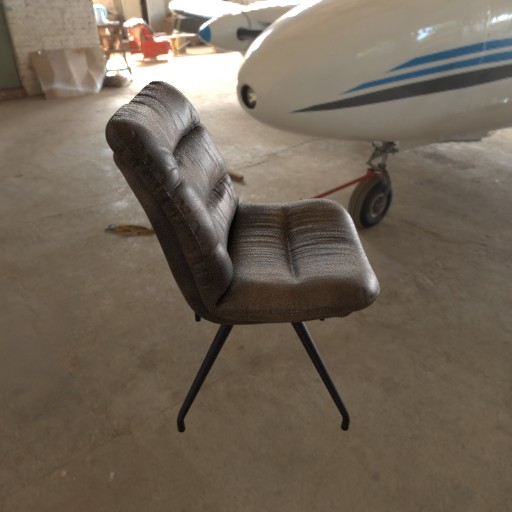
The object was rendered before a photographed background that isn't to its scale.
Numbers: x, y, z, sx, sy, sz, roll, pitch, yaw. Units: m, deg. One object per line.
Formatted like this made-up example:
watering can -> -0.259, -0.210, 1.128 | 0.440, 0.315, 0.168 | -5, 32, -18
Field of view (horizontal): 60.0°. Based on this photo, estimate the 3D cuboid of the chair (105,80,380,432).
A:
chair -> 0.000, 0.000, 1.241 | 0.622, 0.870, 0.549 | 0, 32, -1
